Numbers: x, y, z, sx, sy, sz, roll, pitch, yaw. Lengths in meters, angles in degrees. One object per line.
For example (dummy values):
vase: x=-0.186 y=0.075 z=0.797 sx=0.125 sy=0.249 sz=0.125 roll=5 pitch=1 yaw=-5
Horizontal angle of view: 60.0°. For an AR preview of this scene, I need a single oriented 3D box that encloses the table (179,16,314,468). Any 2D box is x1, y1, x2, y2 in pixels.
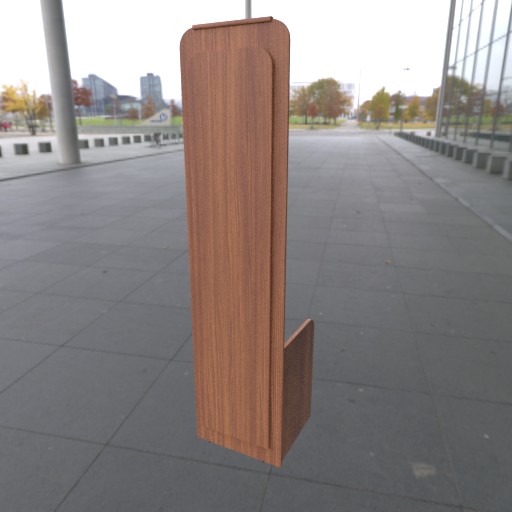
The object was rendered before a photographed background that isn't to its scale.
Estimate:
table: x=0.000 y=0.000 z=1.985 sx=0.450 sy=1.830 sz=0.420 roll=9 pitch=19 yaw=26
